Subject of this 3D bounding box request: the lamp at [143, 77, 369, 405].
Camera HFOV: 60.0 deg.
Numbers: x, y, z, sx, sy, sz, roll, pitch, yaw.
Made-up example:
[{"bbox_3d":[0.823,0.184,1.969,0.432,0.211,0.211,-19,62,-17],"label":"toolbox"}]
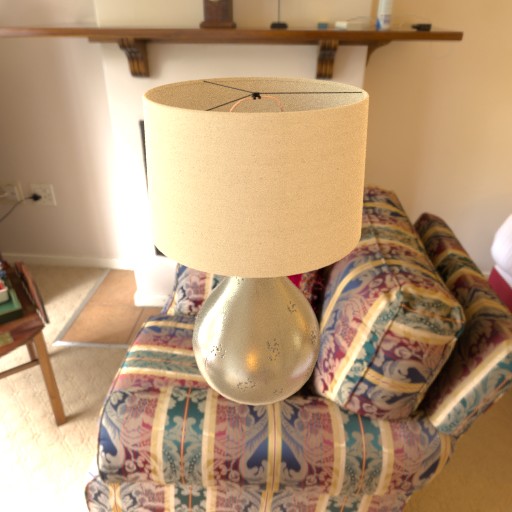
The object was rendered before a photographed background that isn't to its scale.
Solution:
[{"bbox_3d":[0.000,0.000,0.740,0.330,0.521,0.330,0,29,0],"label":"lamp"}]
